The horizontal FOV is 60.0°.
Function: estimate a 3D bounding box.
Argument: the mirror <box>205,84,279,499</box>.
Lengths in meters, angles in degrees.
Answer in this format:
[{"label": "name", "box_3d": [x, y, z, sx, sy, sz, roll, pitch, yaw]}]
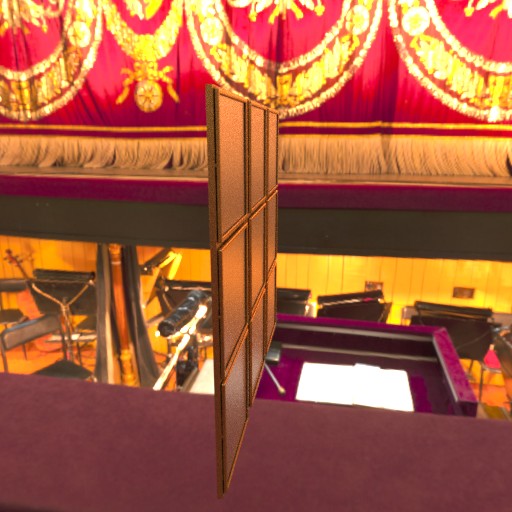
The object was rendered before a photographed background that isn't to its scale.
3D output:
[{"label": "mirror", "box_3d": [0.000, 0.000, 1.413, 0.023, 0.926, 1.011, 2, 16, 9]}]
